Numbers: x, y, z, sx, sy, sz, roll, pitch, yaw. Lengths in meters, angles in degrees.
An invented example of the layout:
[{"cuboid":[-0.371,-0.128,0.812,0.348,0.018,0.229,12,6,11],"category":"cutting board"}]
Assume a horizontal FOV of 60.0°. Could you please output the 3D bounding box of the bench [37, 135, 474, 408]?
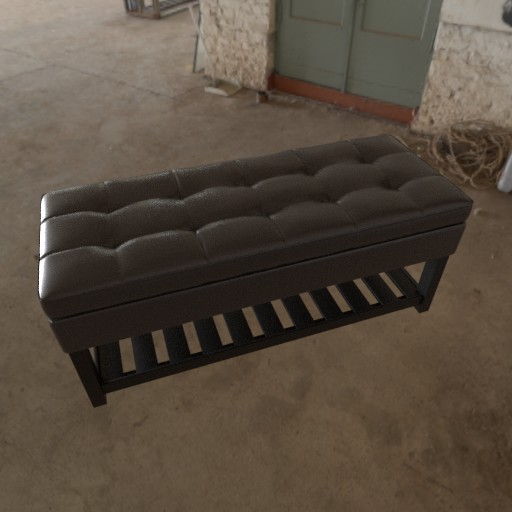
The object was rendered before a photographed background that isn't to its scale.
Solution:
[{"cuboid":[0.000,0.000,1.332,1.105,0.460,0.432,-13,43,-14],"category":"bench"}]
